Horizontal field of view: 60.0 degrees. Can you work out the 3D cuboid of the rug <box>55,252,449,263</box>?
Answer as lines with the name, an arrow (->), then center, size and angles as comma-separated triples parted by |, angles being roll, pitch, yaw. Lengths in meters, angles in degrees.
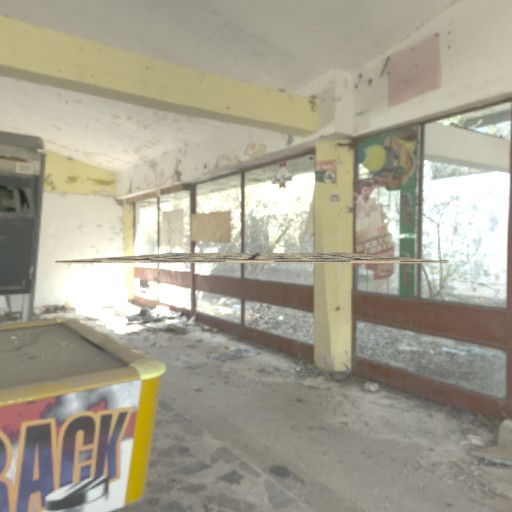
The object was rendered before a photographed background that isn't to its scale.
rug -> 0.000, 0.000, 4.334 | 2.443, 0.024, 3.228 | 0, 1, 1
